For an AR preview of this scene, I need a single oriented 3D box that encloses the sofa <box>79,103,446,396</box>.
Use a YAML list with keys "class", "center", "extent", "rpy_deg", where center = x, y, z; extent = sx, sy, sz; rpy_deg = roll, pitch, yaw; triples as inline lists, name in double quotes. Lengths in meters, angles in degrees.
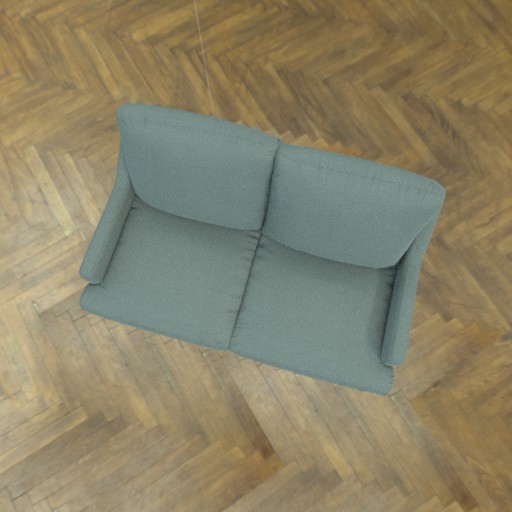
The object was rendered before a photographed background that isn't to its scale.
- class: "sofa"
  center: [0.000, 0.000, 2.200]
  extent: [1.589, 0.921, 0.987]
  rpy_deg: [15, 76, 4]
